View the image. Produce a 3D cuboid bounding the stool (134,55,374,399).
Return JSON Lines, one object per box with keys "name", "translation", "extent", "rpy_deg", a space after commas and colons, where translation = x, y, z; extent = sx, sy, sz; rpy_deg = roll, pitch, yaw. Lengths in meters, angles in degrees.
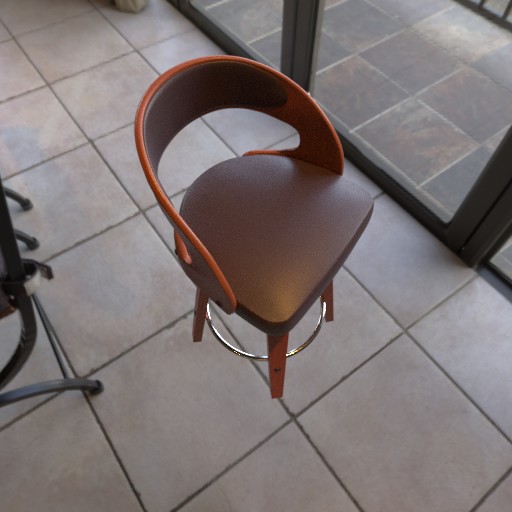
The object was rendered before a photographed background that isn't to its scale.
{"name": "stool", "translation": [0.000, 0.000, 1.199], "extent": [0.457, 0.940, 0.457], "rpy_deg": [31, 64, 18]}
